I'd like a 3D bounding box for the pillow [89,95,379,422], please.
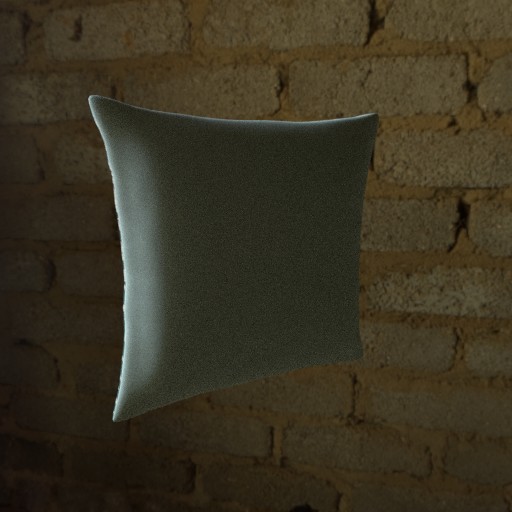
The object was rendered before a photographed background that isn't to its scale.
[{"bbox_3d":[0.000,0.000,0.786,0.525,0.508,0.166,-6,14,-27],"label":"pillow"}]
